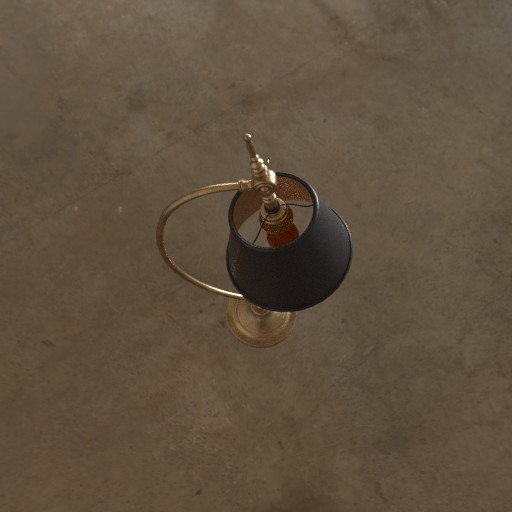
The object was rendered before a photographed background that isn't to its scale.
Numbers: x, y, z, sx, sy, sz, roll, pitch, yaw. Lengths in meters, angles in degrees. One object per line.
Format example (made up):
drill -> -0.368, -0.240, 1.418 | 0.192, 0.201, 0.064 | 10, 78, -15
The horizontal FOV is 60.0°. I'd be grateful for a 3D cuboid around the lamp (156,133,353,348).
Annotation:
lamp -> 0.000, 0.000, 0.829 | 0.344, 0.675, 0.235 | -2, 65, -1
